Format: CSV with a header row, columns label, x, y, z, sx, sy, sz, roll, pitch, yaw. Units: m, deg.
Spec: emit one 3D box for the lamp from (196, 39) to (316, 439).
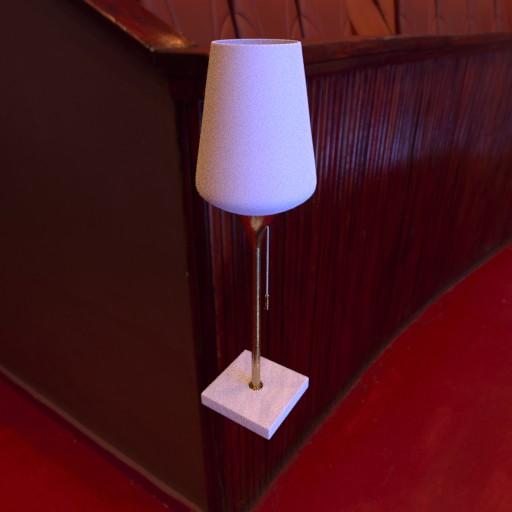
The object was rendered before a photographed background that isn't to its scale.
label,x,y,z,sx,sy,sz,roll,pitch,yaw
lamp,0.000,0.000,0.732,0.181,0.639,0.181,18,34,29
